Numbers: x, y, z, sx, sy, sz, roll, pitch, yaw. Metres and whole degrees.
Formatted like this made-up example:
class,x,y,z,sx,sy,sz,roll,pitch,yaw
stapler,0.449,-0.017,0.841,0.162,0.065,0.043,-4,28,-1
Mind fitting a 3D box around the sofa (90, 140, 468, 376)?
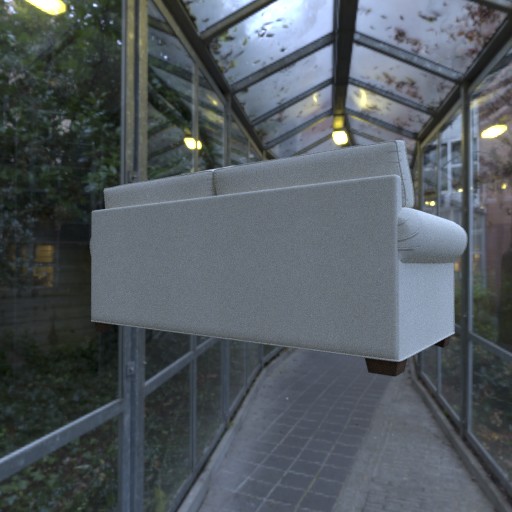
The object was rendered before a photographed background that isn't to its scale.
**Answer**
class,x,y,z,sx,sy,sz,roll,pitch,yaw
sofa,0.000,0.000,2.625,2.146,0.962,0.901,-1,-1,36
